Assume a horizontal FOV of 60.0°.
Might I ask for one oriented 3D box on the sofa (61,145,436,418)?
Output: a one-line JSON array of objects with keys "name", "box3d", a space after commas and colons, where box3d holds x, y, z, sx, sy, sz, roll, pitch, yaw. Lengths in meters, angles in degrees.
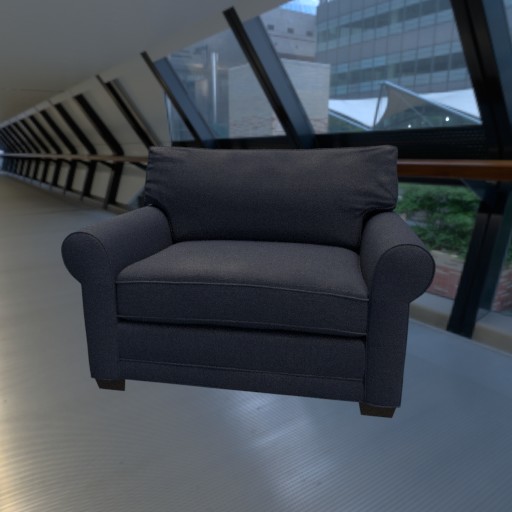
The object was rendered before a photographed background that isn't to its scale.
[{"name": "sofa", "box3d": [0.000, 0.000, 2.069, 1.405, 1.004, 0.938, 2, 14, 10]}]
